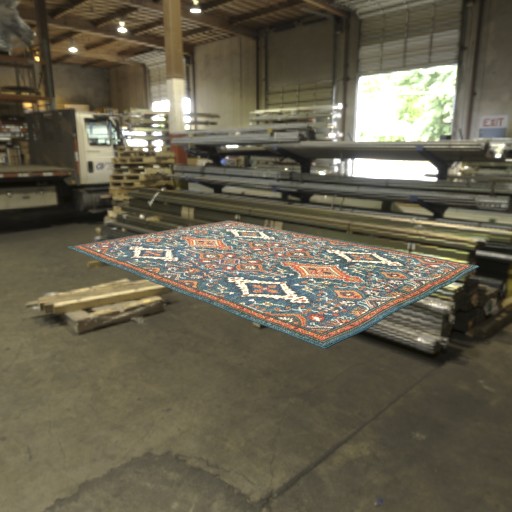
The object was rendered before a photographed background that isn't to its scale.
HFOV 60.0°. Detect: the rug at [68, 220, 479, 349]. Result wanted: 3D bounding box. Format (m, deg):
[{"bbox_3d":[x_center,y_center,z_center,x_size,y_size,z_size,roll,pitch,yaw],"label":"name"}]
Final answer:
[{"bbox_3d":[0.000,0.000,3.028,1.622,0.009,2.373,-14,20,-43],"label":"rug"}]
